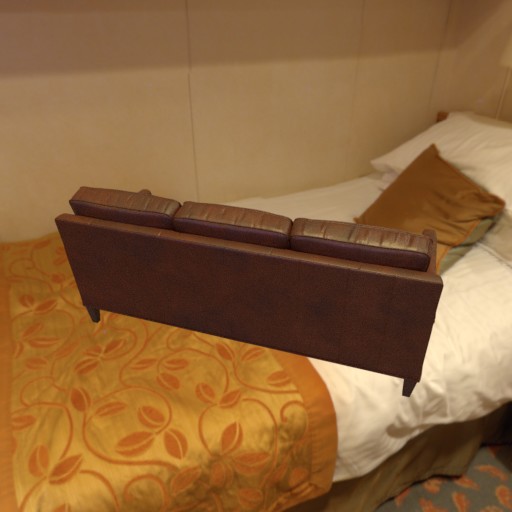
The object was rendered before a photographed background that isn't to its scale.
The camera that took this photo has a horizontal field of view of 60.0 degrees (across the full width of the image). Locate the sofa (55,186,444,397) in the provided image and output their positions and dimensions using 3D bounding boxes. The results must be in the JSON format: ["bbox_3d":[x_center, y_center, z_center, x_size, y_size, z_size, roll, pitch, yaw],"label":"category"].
[{"bbox_3d":[0.000,0.000,2.922,2.240,1.003,1.084,10,32,16],"label":"sofa"}]
